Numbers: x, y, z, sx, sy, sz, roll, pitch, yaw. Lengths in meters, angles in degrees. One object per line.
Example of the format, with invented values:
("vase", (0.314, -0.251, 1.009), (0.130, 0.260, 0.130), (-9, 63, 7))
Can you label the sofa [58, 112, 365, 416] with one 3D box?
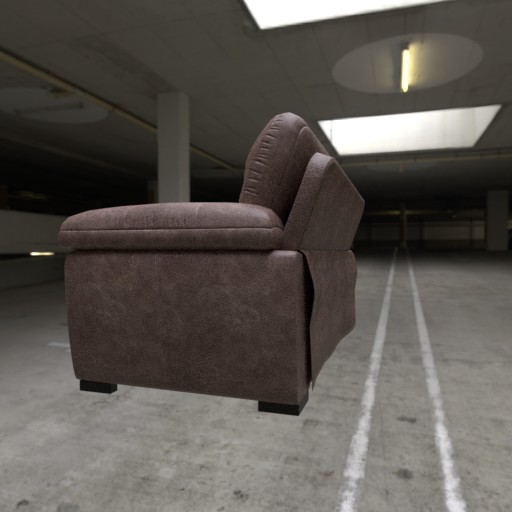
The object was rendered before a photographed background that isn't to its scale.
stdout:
("sofa", (0.000, 0.000, 2.279), (0.991, 0.991, 1.753), (0, 1, 18))
